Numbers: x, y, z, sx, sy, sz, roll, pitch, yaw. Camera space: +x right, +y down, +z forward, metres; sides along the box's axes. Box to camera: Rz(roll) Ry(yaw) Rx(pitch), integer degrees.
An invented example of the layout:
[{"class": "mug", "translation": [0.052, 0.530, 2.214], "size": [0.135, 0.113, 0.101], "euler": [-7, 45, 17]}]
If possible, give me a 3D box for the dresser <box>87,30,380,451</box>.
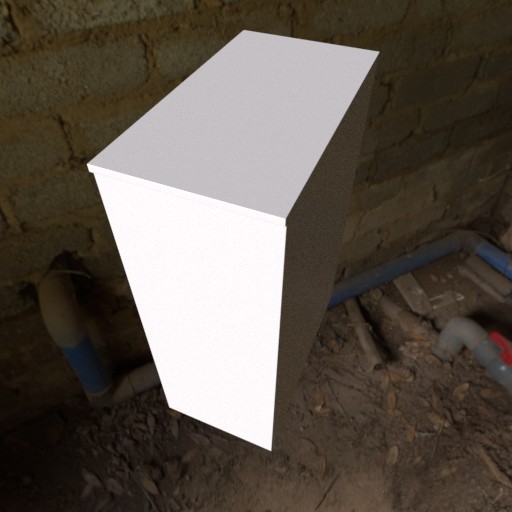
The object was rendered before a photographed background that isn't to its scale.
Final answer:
[{"class": "dresser", "translation": [0.000, 0.000, 1.351], "size": [0.401, 1.021, 0.704], "euler": [17, 49, 15]}]
